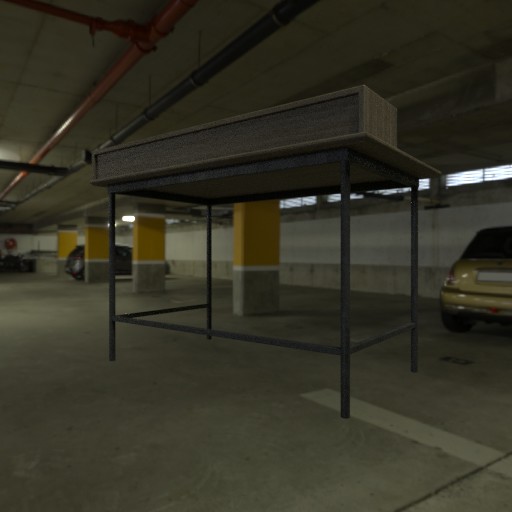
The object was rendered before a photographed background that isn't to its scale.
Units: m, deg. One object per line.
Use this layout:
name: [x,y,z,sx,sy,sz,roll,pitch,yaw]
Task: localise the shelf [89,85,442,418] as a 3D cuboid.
shelf: [0.000,0.000,1.743,1.212,0.865,0.685,0,0,37]
